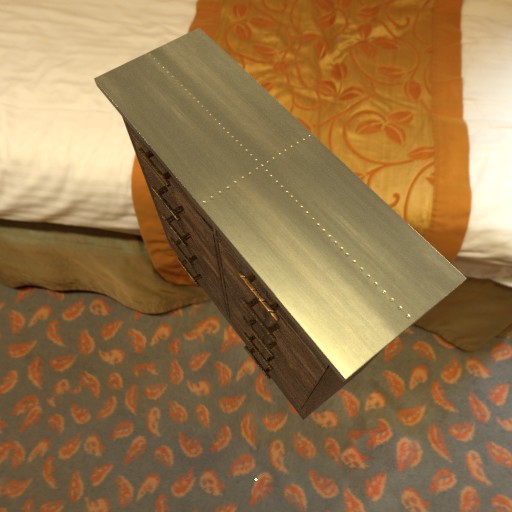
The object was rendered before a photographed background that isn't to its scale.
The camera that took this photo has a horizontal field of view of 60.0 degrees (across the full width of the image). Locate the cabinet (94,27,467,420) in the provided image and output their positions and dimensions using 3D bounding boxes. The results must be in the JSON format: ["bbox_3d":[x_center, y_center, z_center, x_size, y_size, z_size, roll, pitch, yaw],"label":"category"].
[{"bbox_3d":[0.000,0.000,1.435,0.338,0.919,0.968,-34,68,-16],"label":"cabinet"}]
